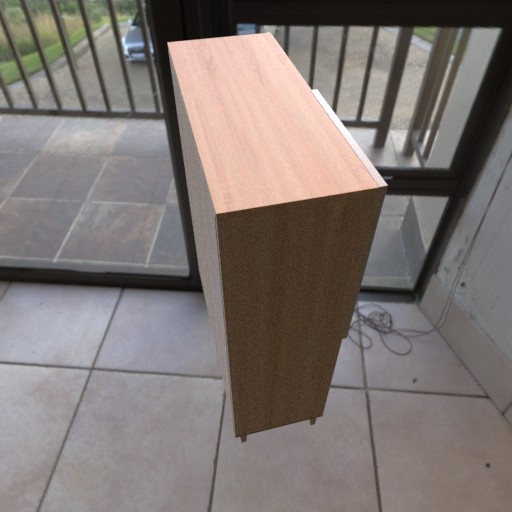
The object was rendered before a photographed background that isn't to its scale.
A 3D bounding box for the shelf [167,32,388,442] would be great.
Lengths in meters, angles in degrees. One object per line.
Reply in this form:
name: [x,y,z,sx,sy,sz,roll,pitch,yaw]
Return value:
shelf: [0.000,0.000,1.862,0.434,1.405,0.995,-10,47,-10]
